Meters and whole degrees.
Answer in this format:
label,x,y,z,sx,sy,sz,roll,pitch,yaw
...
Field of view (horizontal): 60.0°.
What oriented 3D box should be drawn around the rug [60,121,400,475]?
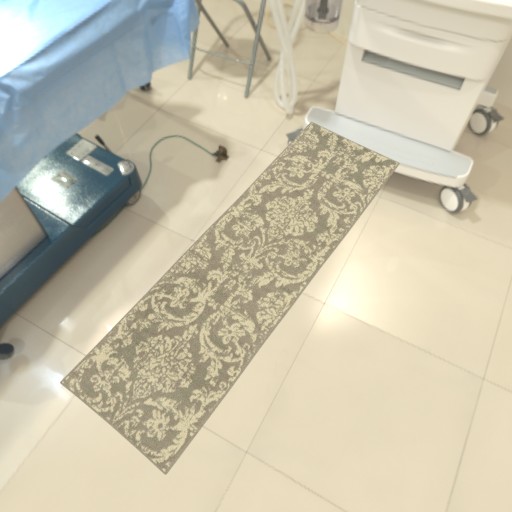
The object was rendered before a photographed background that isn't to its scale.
label,x,y,z,sx,sy,sz,roll,pitch,yaw
rug,0.000,0.000,2.429,0.662,0.011,2.196,31,63,18
